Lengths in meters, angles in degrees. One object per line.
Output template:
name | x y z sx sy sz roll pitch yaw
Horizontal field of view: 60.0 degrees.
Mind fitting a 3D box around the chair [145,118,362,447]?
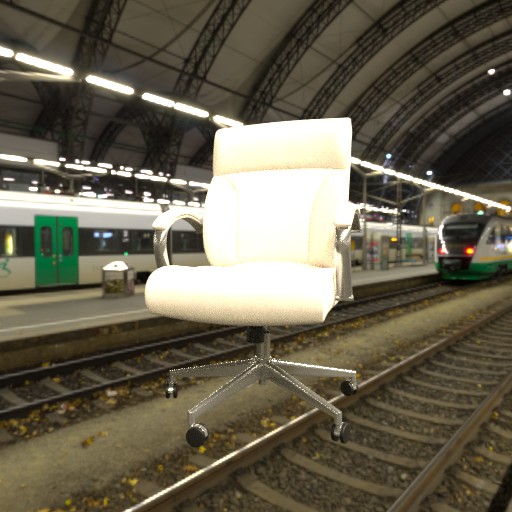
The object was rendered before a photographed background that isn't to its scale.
chair | 0.000 0.000 1.607 0.727 1.099 0.745 0 2 18
